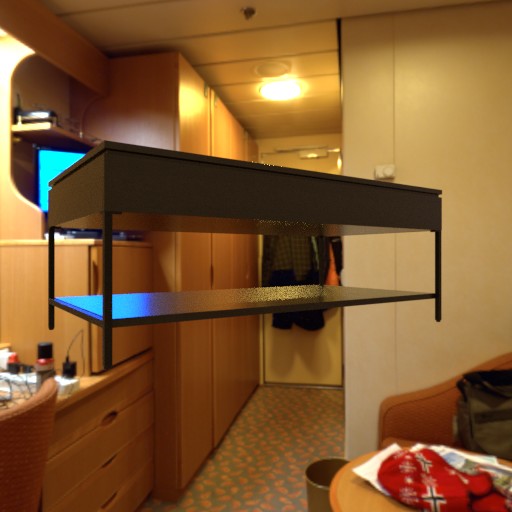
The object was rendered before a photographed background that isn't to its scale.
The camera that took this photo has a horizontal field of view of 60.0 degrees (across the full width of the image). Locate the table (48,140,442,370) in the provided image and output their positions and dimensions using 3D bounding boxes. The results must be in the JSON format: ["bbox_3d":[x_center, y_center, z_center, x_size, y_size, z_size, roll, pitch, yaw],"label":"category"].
[{"bbox_3d":[0.000,0.000,1.382,1.095,0.435,0.574,0,0,-35],"label":"table"}]
